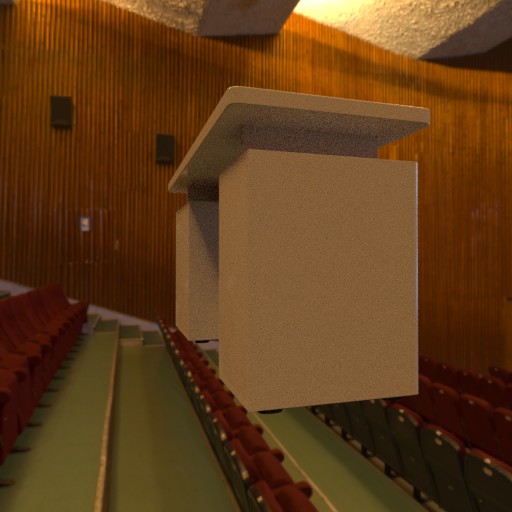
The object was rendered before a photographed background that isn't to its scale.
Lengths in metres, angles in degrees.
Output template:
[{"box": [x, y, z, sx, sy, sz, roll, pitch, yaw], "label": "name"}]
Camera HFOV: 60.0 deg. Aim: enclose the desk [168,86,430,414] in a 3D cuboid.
[{"box": [0.000, 0.000, 1.749, 0.550, 0.762, 1.400, 0, -1, -17], "label": "desk"}]
